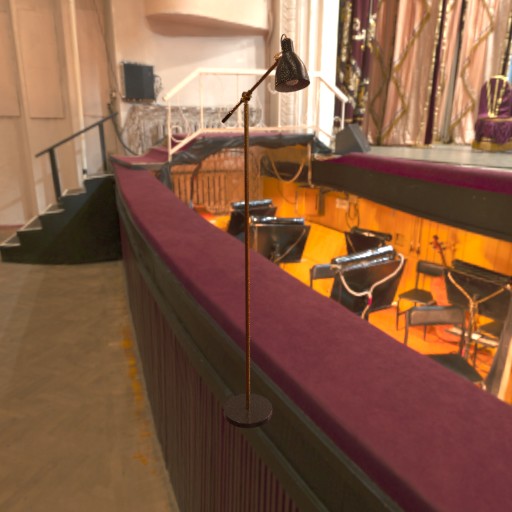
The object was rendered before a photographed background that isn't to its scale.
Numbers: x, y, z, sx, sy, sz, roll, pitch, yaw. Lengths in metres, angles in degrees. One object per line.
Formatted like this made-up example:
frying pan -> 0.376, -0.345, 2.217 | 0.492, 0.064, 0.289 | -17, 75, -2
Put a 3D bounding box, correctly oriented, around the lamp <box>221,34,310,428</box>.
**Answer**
lamp -> 0.000, 0.000, 1.856 | 0.235, 1.628, 0.618 | -9, 18, -27
